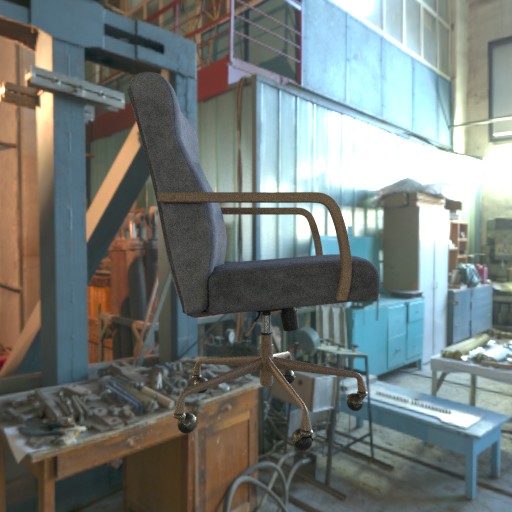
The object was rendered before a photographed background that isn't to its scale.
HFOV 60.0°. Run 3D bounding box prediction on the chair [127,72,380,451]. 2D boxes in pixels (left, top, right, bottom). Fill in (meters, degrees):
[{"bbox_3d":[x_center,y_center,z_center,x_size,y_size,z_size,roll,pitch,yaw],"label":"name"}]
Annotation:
[{"bbox_3d":[0.000,0.000,1.458,0.741,1.029,0.640,0,2,0],"label":"chair"}]
